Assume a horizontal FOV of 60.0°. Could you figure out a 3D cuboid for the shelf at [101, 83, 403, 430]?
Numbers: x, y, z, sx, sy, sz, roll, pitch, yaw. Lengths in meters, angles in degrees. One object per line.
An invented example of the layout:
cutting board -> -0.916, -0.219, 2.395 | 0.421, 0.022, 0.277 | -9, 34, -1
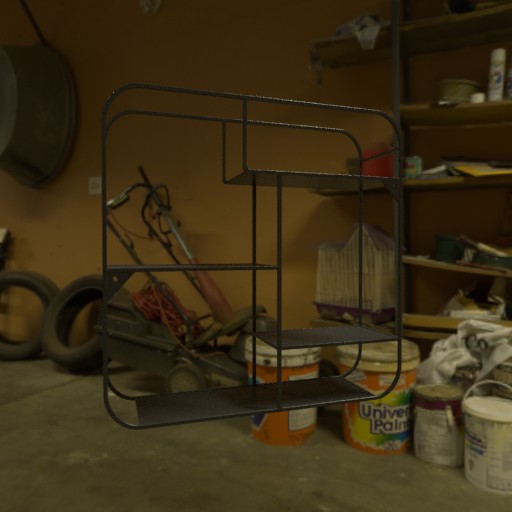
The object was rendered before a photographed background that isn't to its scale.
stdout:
shelf -> 0.000, 0.000, 0.919 | 0.600, 0.600, 0.160 | 0, 1, -19
